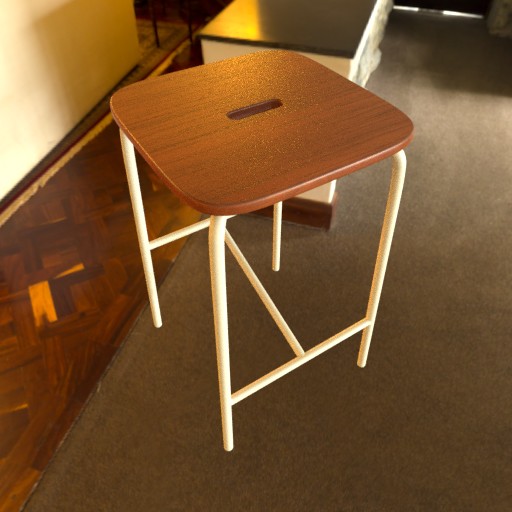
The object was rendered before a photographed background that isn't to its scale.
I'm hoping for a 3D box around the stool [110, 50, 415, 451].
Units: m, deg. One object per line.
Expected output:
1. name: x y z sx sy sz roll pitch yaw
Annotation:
1. stool: 0.000 0.000 0.859 0.376 0.610 0.376 -24 51 -22
